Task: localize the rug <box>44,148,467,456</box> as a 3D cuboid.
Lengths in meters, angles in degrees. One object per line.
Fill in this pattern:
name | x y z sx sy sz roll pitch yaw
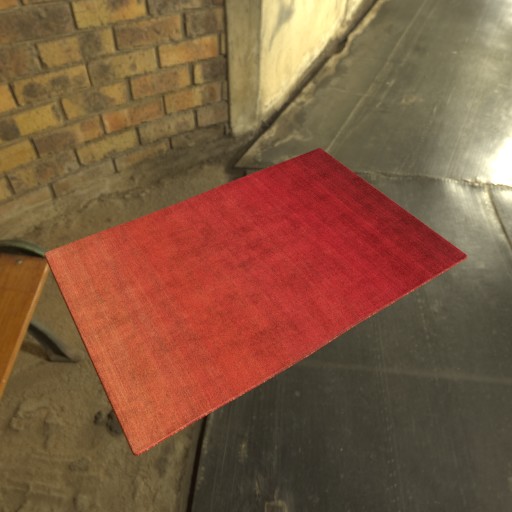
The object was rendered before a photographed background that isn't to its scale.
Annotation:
rug | 0.000 0.000 2.294 1.835 0.018 1.230 -25 51 -22
